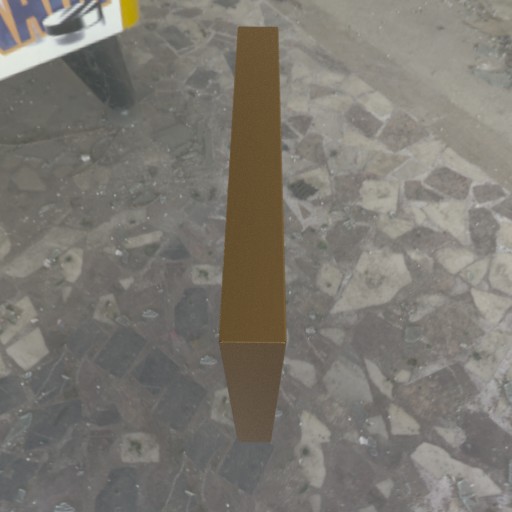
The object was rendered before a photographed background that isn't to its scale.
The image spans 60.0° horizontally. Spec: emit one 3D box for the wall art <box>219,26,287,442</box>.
[{"bbox_3d":[0.000,0.000,0.453,0.037,0.305,0.305,1,58,0],"label":"wall art"}]
